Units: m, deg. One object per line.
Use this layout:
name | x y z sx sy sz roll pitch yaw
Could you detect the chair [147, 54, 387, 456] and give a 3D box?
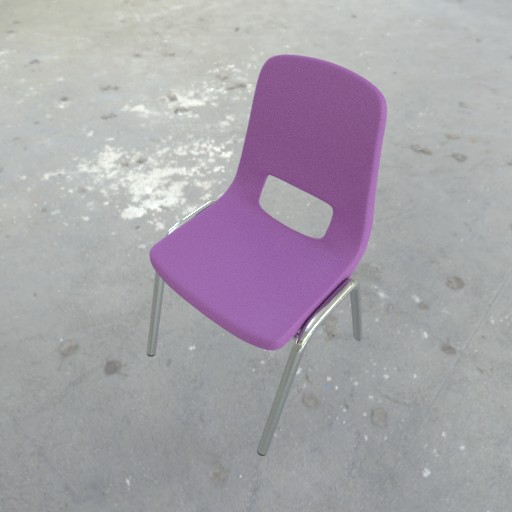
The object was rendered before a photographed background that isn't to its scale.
chair | 0.000 0.000 0.671 0.291 0.493 0.301 32 54 27
